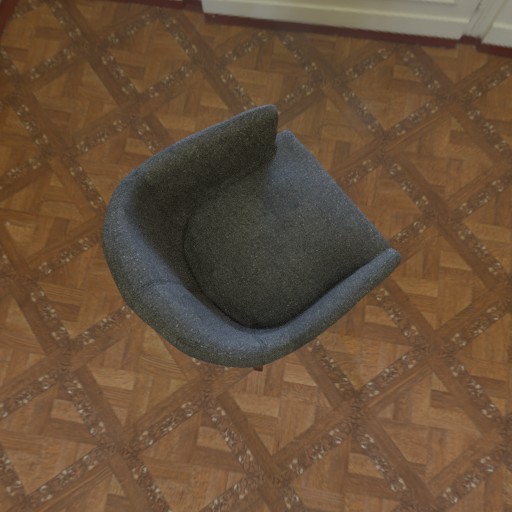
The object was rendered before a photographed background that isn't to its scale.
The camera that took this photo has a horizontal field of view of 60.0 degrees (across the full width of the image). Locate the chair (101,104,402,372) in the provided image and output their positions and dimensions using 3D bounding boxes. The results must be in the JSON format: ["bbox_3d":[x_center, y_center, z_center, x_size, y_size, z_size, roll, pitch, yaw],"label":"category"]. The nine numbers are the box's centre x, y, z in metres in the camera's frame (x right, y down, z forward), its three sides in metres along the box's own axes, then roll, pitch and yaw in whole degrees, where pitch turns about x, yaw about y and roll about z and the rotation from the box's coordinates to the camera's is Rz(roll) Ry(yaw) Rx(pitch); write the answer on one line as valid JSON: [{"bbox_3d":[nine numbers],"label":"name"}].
[{"bbox_3d":[0.000,0.000,1.313,0.655,0.811,0.583,-36,78,-8],"label":"chair"}]
